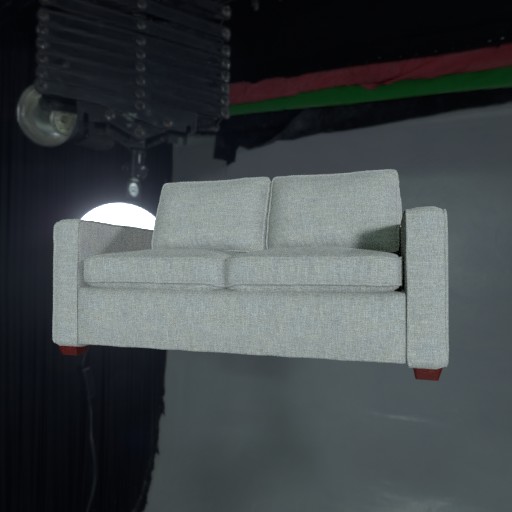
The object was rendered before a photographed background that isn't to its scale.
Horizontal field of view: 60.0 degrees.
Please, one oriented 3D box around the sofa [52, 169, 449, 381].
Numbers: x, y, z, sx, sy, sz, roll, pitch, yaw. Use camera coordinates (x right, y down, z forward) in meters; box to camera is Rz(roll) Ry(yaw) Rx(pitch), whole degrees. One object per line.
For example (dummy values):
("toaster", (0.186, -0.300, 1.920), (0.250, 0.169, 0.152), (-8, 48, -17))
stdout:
("sofa", (0.000, 0.000, 2.222), (1.706, 0.915, 0.945), (0, -1, 17))
